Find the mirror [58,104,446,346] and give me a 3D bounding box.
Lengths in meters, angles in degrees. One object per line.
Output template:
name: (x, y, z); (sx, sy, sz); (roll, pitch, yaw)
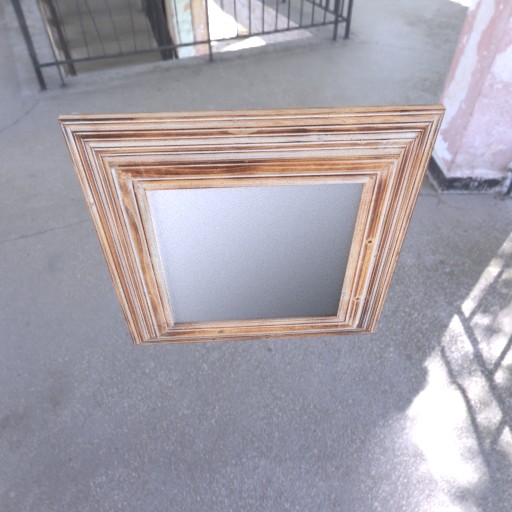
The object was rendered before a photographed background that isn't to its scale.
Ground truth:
mirror: (0.000, 0.000, 1.191); (0.804, 0.804, 0.061); (-2, 45, -2)
